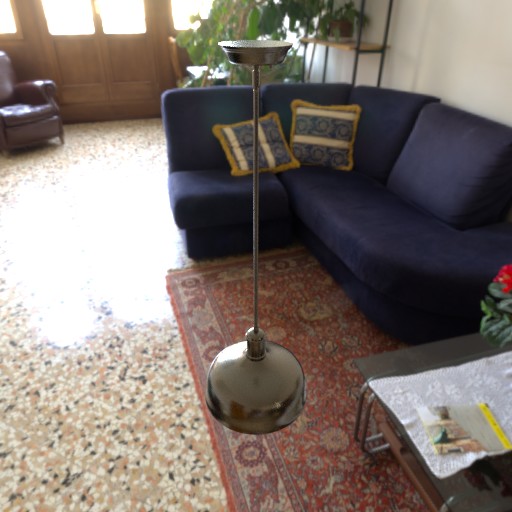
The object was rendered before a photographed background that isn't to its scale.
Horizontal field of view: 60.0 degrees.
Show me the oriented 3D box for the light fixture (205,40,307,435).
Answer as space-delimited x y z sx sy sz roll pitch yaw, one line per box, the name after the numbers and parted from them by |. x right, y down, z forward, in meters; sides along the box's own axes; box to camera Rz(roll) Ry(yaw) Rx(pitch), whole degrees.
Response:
0.000 0.000 1.077 0.299 0.935 0.299 21 36 31 | light fixture
